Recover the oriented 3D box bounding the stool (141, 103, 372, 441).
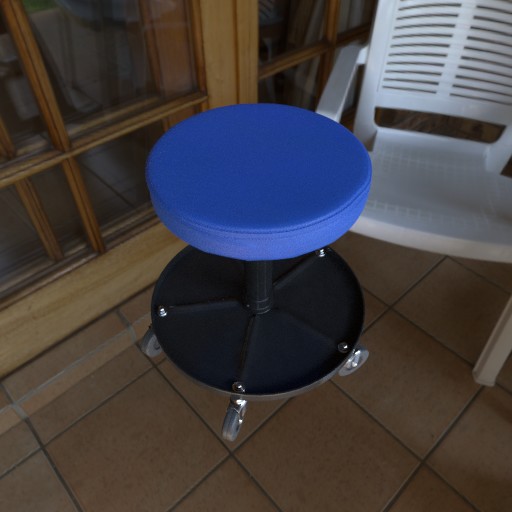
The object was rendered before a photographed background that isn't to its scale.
[{"bbox_3d":[0.000,0.000,0.670,0.382,0.365,0.381,32,54,27],"label":"stool"}]
